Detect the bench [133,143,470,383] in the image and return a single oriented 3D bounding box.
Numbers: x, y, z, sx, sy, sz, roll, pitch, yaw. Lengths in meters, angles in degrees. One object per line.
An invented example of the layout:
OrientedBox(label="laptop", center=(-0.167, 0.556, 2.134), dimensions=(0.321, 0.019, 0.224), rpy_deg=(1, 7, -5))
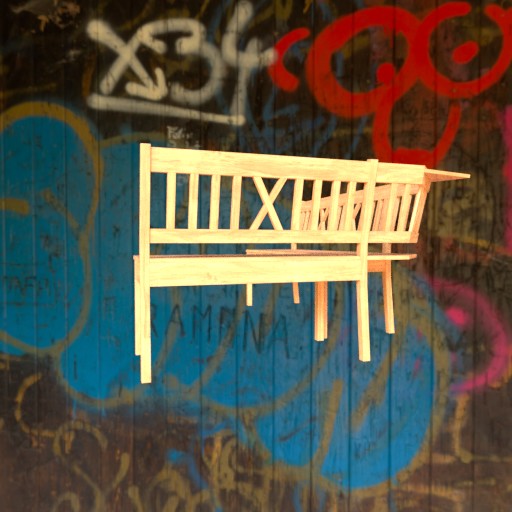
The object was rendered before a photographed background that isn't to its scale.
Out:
OrientedBox(label="bench", center=(0.000, 0.000, 2.791), dimensions=(1.537, 0.902, 1.937), rpy_deg=(-1, 2, -19))
